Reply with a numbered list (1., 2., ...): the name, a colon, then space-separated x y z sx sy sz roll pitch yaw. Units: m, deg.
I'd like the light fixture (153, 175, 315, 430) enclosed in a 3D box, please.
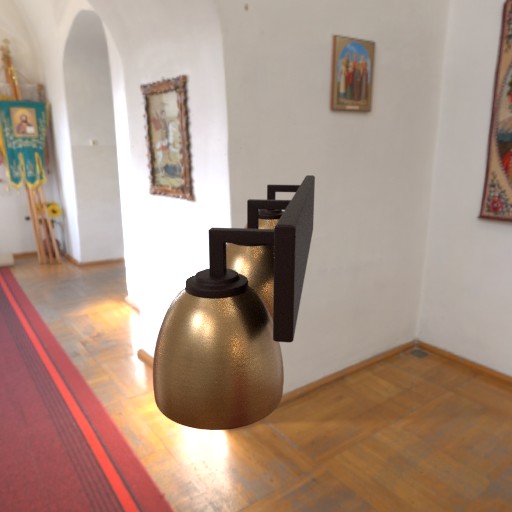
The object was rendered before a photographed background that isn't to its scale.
1. light fixture: 0.000 0.000 0.684 0.157 0.204 0.582 2 15 9
